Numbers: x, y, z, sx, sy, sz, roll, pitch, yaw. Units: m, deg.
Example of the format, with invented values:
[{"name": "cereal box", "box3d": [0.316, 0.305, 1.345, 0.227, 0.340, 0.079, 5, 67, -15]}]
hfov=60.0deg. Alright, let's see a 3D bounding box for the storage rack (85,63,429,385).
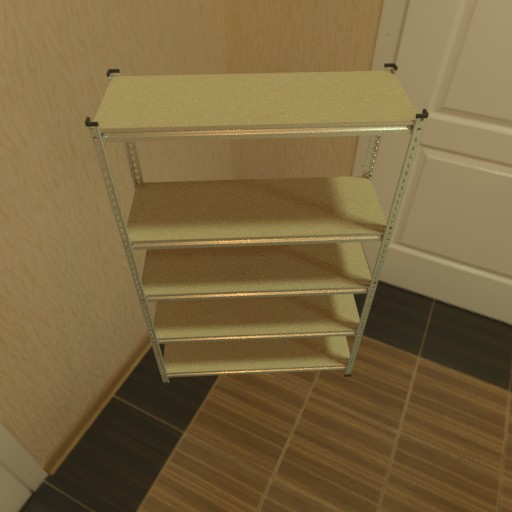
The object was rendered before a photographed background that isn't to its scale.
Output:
[{"name": "storage rack", "box3d": [0.000, 0.000, 2.368, 1.219, 1.829, 0.457, -2, 45, -2]}]
